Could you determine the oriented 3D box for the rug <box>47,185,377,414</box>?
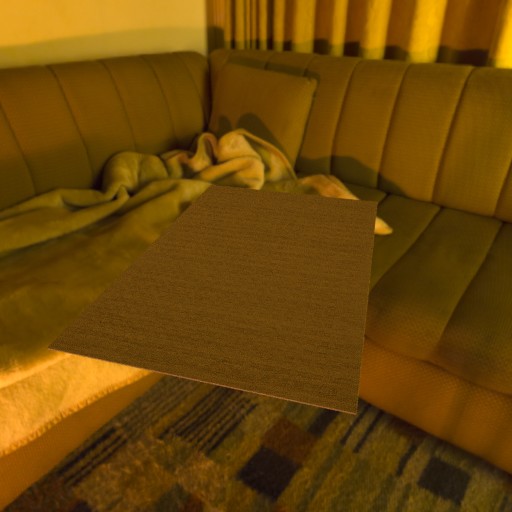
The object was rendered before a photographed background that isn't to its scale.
[{"bbox_3d":[0.000,0.000,2.262,1.142,0.006,1.752,8,31,13],"label":"rug"}]
